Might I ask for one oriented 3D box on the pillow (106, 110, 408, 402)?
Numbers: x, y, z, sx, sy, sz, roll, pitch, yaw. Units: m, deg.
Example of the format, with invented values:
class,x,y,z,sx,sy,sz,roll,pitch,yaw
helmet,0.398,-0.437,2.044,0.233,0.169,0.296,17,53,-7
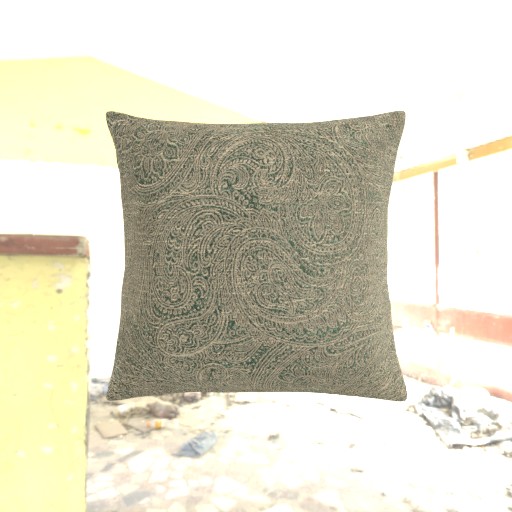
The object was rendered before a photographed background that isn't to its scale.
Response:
class,x,y,z,sx,sy,sz,roll,pitch,yaw
pillow,0.000,0.000,0.774,0.526,0.507,0.166,0,-1,1
